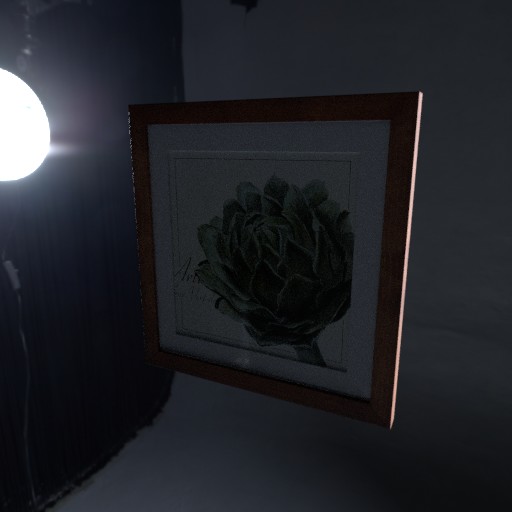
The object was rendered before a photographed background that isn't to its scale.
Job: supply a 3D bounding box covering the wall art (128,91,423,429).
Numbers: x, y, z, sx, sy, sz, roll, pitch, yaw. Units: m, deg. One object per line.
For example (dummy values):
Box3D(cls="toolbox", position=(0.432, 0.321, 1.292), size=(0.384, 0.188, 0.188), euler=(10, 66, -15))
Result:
Box3D(cls="wall art", position=(0.000, 0.000, 0.857), size=(0.554, 0.572, 0.037), euler=(7, 16, 25))
